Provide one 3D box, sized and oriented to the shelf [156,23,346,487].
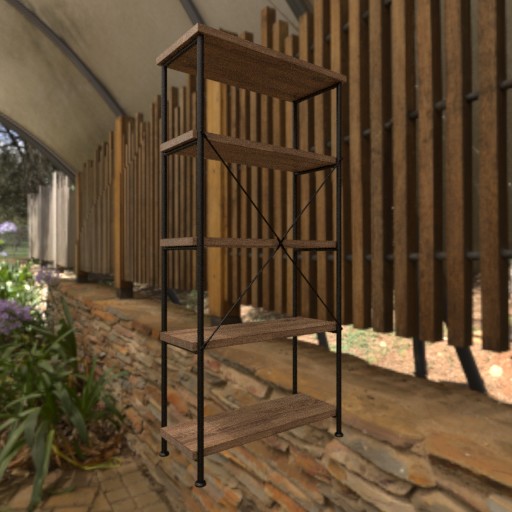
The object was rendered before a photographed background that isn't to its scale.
[{"bbox_3d":[0.000,0.000,1.997,0.800,1.700,0.360,0,0,-37],"label":"shelf"}]
